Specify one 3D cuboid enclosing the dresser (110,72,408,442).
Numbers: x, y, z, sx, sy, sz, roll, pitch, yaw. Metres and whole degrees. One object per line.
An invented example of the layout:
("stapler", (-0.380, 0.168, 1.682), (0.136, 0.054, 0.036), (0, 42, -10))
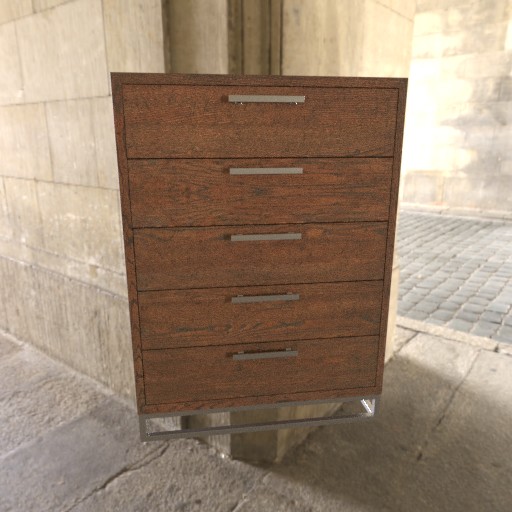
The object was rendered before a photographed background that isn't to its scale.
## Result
("dresser", (0.000, 0.000, 1.806), (0.965, 1.321, 0.508), (-2, 15, -8))
